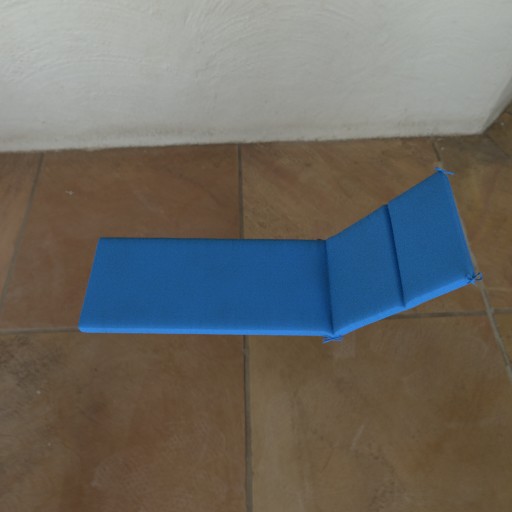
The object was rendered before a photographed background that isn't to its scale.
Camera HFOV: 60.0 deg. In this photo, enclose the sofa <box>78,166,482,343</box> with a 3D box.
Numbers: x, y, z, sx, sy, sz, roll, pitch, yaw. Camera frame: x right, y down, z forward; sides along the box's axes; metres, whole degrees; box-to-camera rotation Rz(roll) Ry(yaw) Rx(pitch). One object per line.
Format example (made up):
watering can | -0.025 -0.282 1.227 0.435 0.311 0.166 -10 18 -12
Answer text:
sofa | 0.000 0.000 1.979 1.663 0.622 0.582 1 58 0
